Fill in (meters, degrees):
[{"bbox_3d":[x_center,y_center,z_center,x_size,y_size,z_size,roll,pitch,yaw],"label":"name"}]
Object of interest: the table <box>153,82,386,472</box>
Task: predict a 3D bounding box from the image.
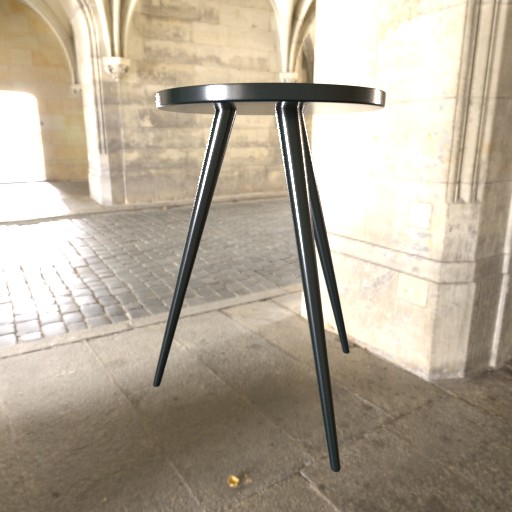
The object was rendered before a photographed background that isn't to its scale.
[{"bbox_3d":[0.000,0.000,0.804,0.415,0.548,0.403,3,15,10],"label":"table"}]
